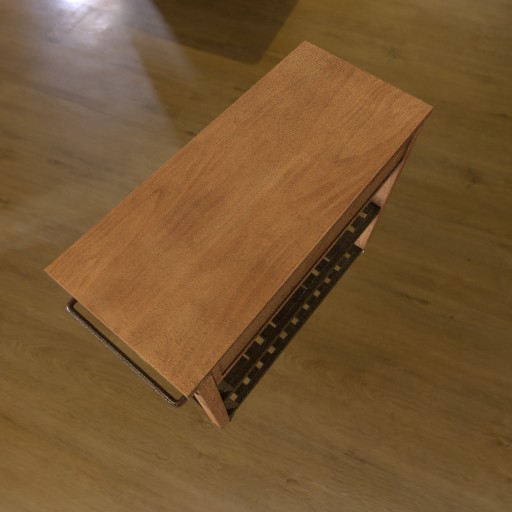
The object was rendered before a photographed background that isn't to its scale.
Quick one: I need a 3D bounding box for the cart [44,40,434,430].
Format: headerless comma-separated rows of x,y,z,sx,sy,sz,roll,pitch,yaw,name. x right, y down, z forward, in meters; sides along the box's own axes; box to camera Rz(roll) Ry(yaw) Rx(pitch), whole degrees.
0.000,0.000,0.967,0.298,0.554,0.686,36,68,17,cart
